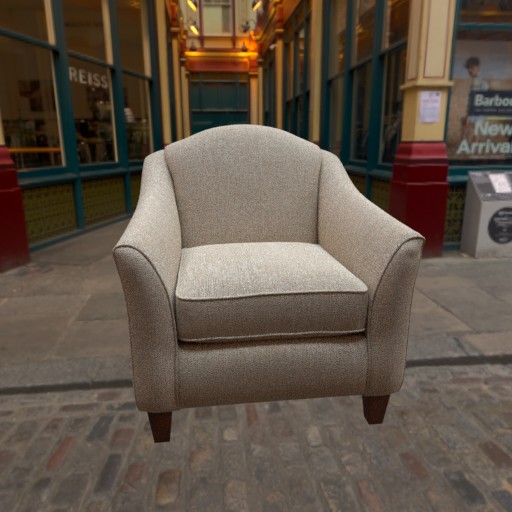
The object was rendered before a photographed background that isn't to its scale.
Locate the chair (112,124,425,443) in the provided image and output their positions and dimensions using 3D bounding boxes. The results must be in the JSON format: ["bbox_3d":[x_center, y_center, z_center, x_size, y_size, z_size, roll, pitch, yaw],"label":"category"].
[{"bbox_3d":[0.000,0.000,1.442,0.763,0.839,0.787,-2,15,-7],"label":"chair"}]
